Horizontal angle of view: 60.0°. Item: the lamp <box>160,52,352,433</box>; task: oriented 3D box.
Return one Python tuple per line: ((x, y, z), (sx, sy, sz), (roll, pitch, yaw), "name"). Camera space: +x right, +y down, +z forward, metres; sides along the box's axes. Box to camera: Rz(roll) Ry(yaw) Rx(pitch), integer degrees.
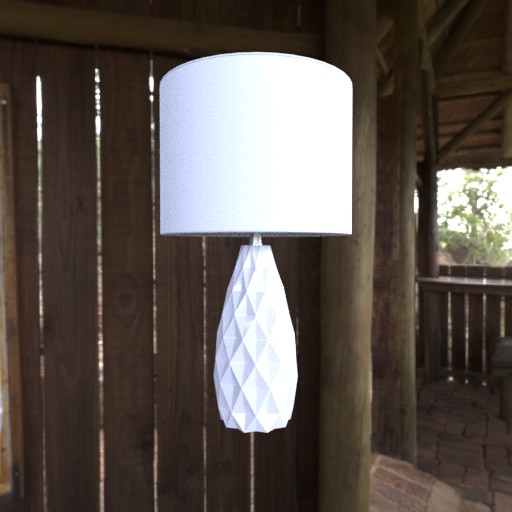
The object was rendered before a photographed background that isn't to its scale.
((0.000, 0.000, 0.704), (0.297, 0.522, 0.297), (0, 1, 0), "lamp")
